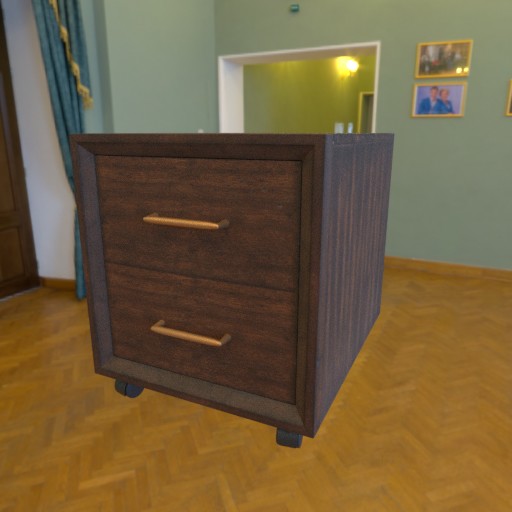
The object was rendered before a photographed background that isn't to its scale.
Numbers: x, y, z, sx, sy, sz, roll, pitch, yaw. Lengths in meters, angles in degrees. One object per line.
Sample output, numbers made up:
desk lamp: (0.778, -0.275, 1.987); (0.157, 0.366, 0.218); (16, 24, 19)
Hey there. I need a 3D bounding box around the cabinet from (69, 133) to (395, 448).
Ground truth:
cabinet: (0.000, 0.000, 0.852); (0.402, 0.455, 0.500); (7, 17, 25)
